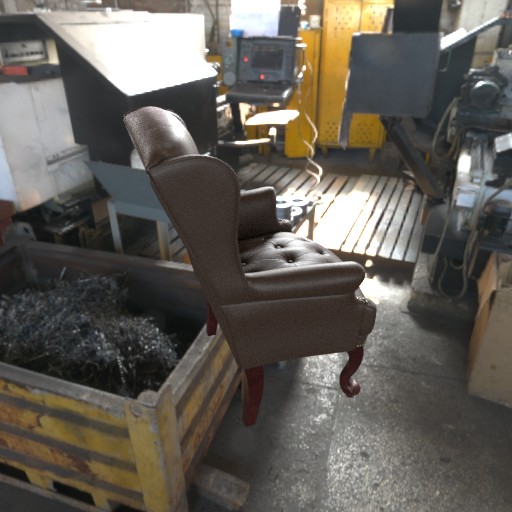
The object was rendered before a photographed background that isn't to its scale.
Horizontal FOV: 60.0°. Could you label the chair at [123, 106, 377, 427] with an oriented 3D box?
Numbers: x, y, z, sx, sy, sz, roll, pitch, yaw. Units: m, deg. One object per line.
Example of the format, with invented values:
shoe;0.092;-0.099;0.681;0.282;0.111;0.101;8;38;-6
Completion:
chair;0.000;0.000;1.723;0.819;1.132;0.829;-10;31;-17
